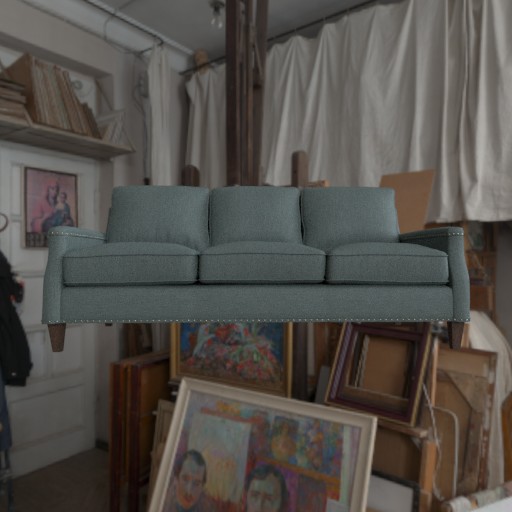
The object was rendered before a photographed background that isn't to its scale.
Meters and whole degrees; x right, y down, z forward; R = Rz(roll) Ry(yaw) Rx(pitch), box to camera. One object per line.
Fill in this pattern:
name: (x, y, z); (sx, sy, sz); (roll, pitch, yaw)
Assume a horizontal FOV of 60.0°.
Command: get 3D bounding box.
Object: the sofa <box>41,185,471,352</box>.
sofa: (0.000, 0.000, 2.821); (2.246, 1.003, 1.084); (0, 0, -2)
